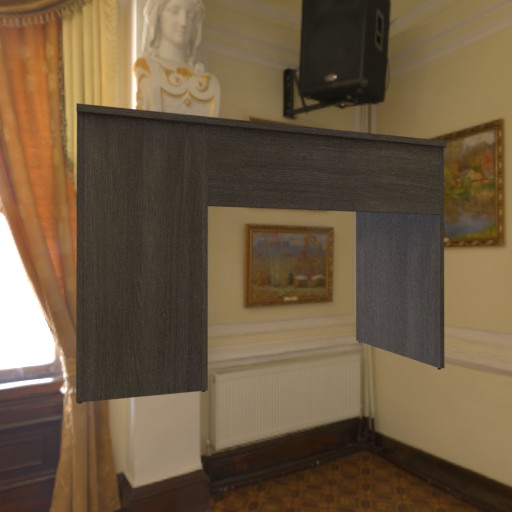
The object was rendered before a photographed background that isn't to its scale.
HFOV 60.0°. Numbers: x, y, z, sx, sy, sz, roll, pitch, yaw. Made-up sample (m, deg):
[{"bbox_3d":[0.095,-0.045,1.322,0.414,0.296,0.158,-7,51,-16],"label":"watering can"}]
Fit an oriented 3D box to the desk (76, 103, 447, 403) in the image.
[{"bbox_3d":[0.000,0.000,1.501,1.096,0.730,0.560,0,0,-18],"label":"desk"}]
